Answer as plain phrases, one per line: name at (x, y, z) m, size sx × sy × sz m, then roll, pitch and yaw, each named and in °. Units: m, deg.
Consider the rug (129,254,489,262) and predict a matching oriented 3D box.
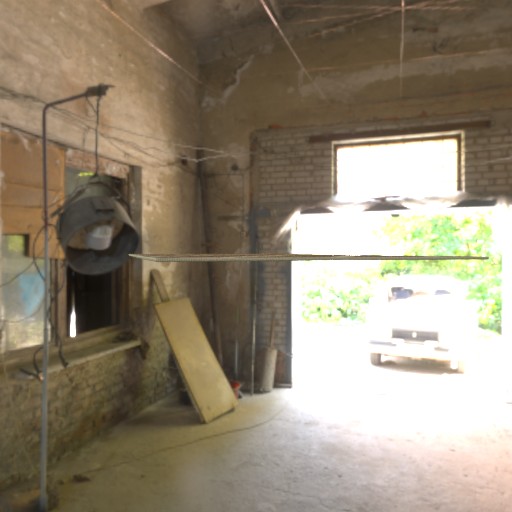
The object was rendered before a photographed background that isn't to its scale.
rug at (0.000, 0.000, 2.896) m, size 1.526 × 0.014 × 2.290 m, roll 0°, pitch 1°, yaw -18°
